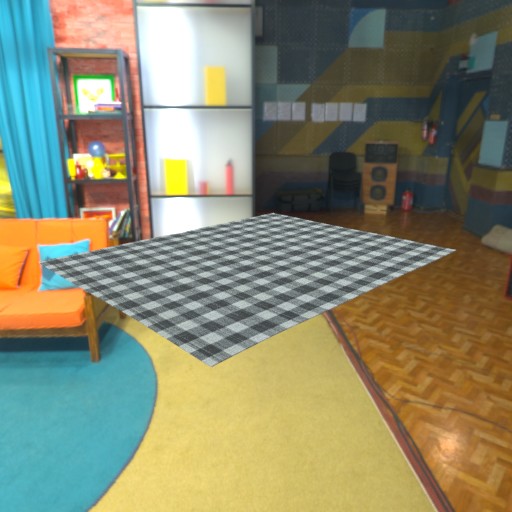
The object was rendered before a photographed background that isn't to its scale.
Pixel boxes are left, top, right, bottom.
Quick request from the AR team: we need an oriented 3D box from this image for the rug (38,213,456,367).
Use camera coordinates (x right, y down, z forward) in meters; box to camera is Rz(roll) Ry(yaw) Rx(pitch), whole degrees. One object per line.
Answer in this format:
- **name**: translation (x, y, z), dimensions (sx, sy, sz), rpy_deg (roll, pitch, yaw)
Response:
- **rug**: translation (0.000, 0.000, 4.093), dimensions (3.021, 0.013, 2.432), rpy_deg (-16, 23, -42)
